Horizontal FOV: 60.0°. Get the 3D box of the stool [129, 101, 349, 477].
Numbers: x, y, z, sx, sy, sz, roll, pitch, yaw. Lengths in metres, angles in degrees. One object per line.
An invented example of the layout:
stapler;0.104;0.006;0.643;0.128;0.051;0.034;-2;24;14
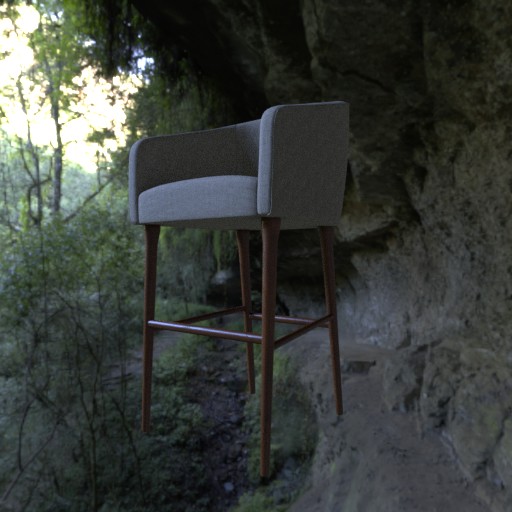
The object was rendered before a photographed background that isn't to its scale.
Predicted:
stool;0.000;0.000;1.439;0.559;1.078;0.607;0;0;37
